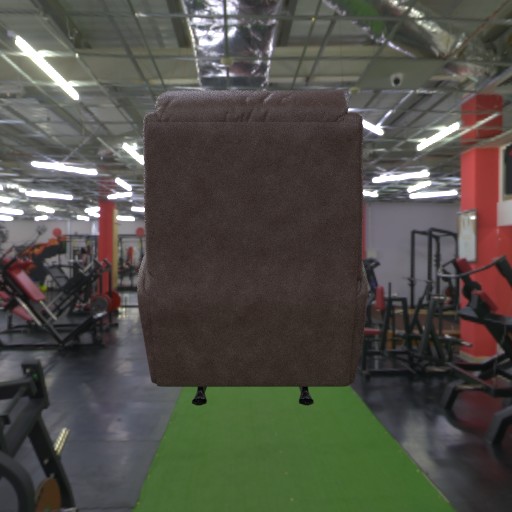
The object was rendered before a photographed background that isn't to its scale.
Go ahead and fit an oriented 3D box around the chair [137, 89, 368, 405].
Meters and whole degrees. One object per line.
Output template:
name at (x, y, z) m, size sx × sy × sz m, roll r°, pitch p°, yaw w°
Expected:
chair at (0.000, 0.000, 1.852) m, size 0.865 × 1.067 × 1.067 m, roll 0°, pitch 0°, yaw 0°
